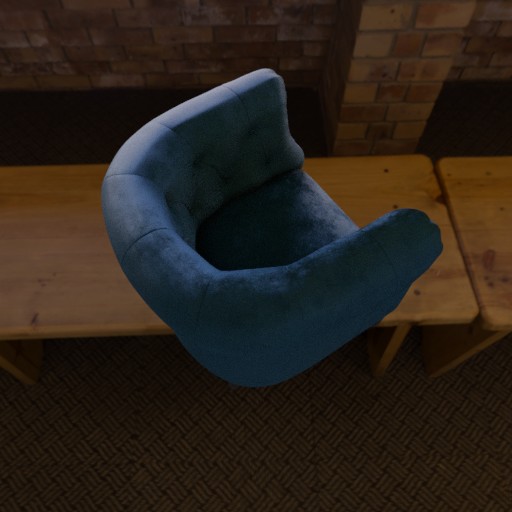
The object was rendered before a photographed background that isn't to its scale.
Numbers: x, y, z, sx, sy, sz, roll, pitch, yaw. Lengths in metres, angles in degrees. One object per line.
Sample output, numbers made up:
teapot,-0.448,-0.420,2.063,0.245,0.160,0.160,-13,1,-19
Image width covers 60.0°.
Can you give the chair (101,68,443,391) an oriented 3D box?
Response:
chair,0.000,0.000,1.572,0.851,0.826,0.904,-30,63,-16
